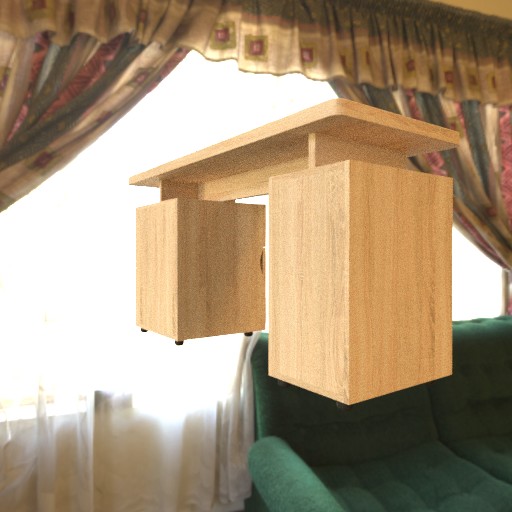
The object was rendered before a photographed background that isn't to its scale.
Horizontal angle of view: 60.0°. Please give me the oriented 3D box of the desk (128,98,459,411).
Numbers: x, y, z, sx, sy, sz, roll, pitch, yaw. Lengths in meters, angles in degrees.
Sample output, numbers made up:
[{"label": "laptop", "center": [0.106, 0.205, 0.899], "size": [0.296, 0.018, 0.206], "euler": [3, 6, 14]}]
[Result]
[{"label": "desk", "center": [0.000, 0.000, 1.765], "size": [0.550, 0.760, 1.400], "euler": [0, 1, -36]}]
